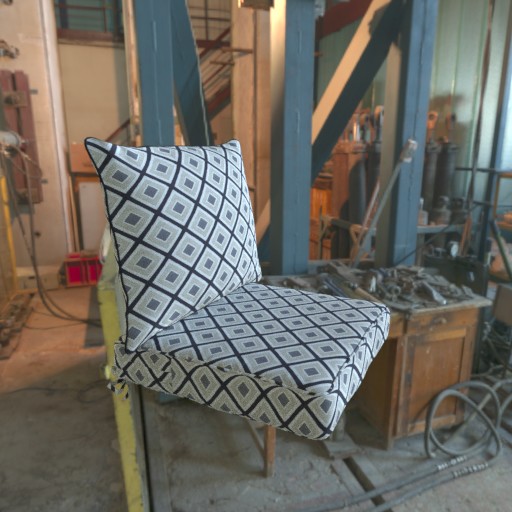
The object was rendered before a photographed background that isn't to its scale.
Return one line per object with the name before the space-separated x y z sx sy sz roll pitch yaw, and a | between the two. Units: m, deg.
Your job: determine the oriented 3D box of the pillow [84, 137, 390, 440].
pillow | 0.000 0.000 1.386 0.733 0.722 0.798 7 16 27
